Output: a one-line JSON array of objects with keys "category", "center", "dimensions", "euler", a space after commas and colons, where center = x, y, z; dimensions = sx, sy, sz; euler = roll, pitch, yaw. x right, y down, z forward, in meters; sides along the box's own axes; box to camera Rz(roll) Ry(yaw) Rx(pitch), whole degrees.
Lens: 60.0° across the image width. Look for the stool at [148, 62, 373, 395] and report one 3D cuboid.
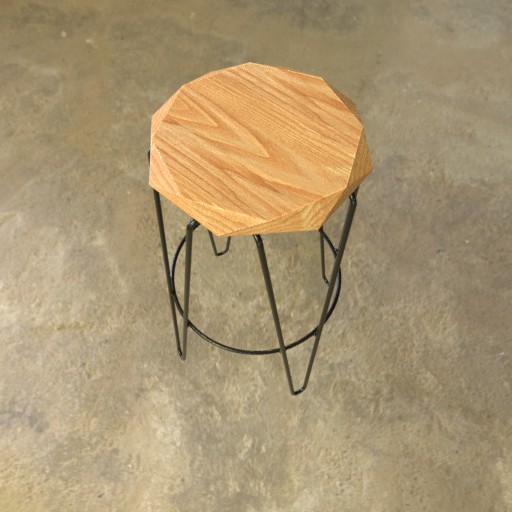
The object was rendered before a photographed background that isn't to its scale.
[{"category": "stool", "center": [0.000, 0.000, 0.794], "dimensions": [0.326, 0.610, 0.326], "euler": [16, 62, 8]}]
